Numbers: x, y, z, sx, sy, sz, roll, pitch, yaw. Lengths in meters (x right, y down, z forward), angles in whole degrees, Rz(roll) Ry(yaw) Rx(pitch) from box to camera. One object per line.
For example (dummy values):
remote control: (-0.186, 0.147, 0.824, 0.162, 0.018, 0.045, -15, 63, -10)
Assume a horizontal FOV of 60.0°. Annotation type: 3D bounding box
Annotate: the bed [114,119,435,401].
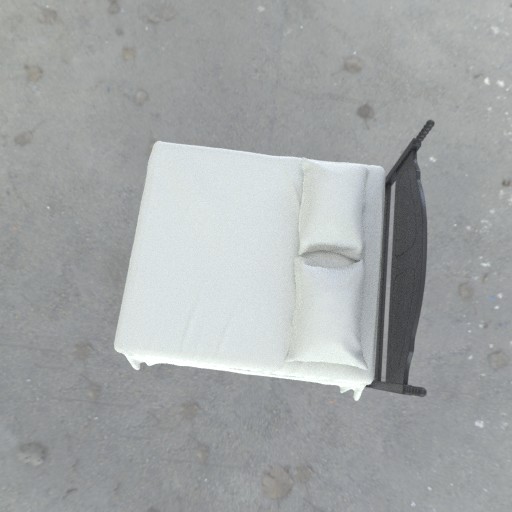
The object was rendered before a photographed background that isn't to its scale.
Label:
bed: (0.000, 0.000, 3.204, 2.040, 1.356, 1.873, 7, 76, 2)
